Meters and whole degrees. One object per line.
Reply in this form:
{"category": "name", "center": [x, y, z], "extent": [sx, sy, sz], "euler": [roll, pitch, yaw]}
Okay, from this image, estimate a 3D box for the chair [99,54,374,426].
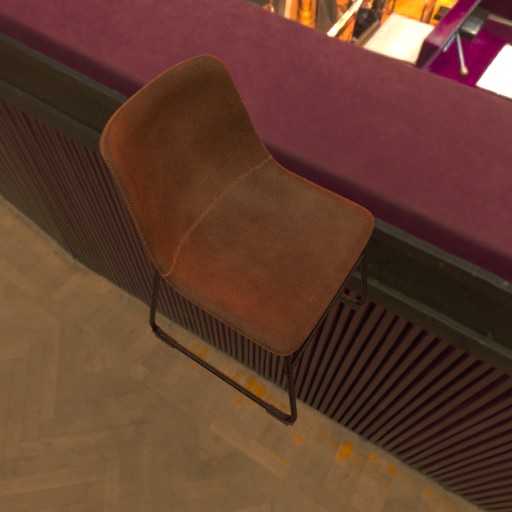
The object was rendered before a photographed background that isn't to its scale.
{"category": "chair", "center": [0.000, 0.000, 1.120], "extent": [0.551, 0.780, 0.460], "euler": [29, 63, 17]}
